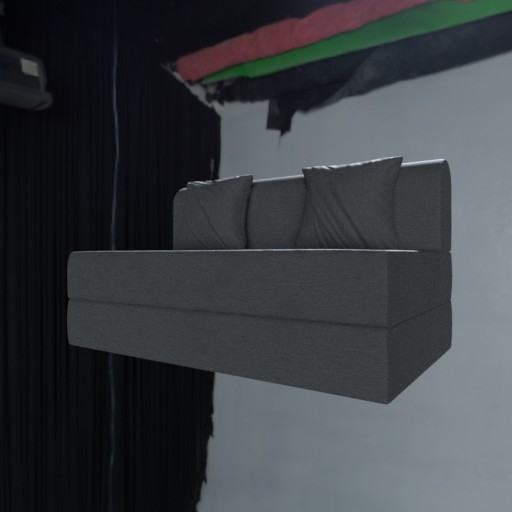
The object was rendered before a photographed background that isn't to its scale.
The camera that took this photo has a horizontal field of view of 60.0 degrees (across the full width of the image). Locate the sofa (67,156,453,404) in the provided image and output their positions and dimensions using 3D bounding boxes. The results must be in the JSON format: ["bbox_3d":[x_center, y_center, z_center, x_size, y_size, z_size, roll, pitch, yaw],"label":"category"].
[{"bbox_3d":[0.000,0.000,1.645,1.225,0.670,0.762,0,0,34],"label":"sofa"}]
